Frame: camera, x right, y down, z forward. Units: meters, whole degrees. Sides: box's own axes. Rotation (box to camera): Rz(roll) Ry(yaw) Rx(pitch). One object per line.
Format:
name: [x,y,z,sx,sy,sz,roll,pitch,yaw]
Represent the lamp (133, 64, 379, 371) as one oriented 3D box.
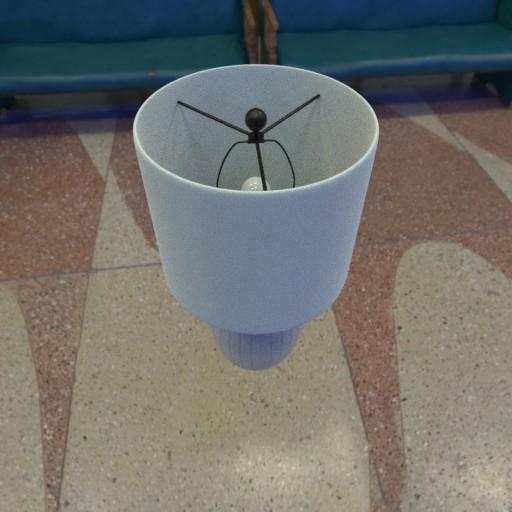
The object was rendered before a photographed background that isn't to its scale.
lamp: [0.000,0.000,0.796,0.328,0.570,0.328,0,47,0]
